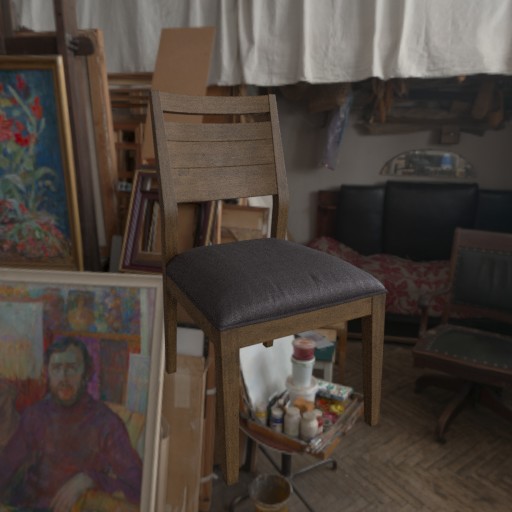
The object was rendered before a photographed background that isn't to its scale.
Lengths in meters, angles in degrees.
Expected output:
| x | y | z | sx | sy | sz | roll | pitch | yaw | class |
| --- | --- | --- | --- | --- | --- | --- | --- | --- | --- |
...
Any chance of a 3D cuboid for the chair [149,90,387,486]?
| x | y | z | sx | sy | sz | roll | pitch | yaw | class |
| --- | --- | --- | --- | --- | --- | --- | --- | --- | --- |
| 0.000 | 0.000 | 1.312 | 0.501 | 0.939 | 0.610 | -9 | 19 | -27 | chair |
